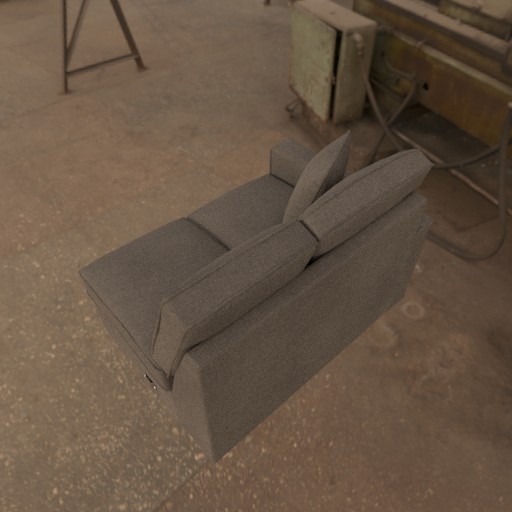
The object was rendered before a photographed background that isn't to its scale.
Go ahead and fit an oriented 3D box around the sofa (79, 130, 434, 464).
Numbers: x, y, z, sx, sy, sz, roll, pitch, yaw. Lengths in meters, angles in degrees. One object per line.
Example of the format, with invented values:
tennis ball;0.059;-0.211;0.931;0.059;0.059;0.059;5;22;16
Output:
sofa;0.000;0.000;2.111;1.388;0.989;0.991;-33;54;-28
